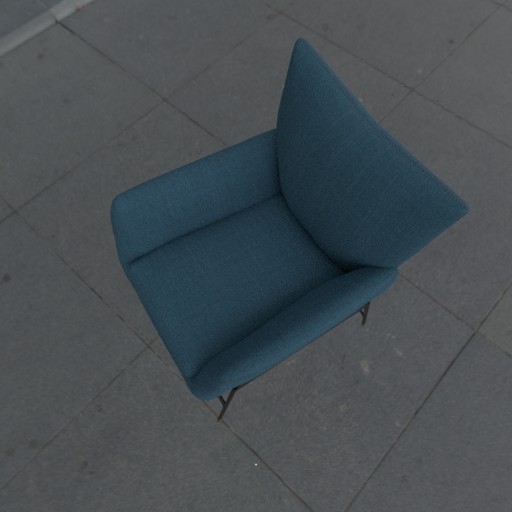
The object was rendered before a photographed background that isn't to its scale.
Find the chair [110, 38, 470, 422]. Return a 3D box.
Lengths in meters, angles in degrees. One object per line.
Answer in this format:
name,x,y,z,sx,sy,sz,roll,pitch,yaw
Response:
chair,0.000,0.000,1.415,0.769,0.859,0.678,-30,68,-13
